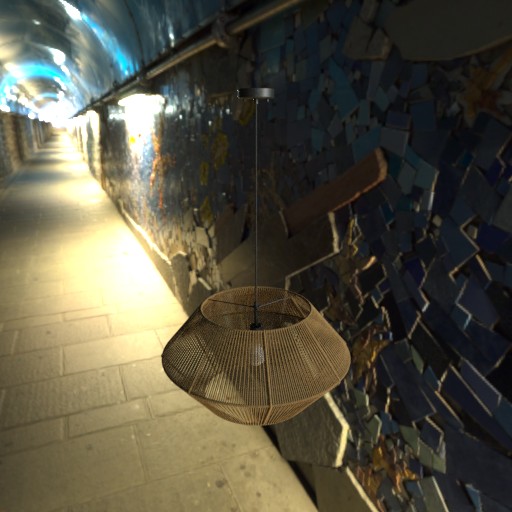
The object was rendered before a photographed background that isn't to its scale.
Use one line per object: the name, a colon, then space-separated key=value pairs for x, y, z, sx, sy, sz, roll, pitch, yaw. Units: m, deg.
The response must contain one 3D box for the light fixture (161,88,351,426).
light fixture: x=0.000 y=0.000 z=1.430 sx=0.643 sy=1.009 sz=0.643 roll=0 pitch=17 yaw=0
